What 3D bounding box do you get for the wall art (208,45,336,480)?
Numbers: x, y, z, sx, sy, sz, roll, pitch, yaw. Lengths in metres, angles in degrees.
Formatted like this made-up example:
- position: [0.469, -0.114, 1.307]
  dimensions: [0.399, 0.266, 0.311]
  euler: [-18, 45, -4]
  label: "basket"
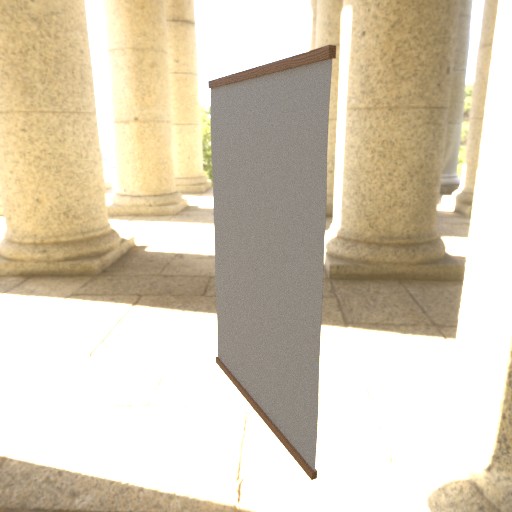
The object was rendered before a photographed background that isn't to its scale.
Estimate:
- position: [0.000, 0.000, 1.929]
  dimensions: [0.025, 1.521, 1.011]
  euler: [-7, 17, -25]
  label: "wall art"
